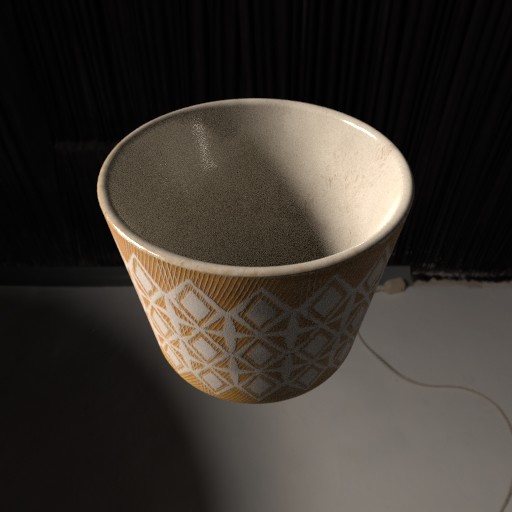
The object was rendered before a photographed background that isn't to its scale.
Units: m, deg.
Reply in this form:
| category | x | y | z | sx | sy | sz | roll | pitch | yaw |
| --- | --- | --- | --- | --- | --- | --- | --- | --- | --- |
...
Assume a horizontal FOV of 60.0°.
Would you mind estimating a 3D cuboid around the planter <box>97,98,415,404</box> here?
| category | x | y | z | sx | sy | sz | roll | pitch | yaw |
| --- | --- | --- | --- | --- | --- | --- | --- | --- | --- |
| planter | 0.000 | 0.000 | 0.218 | 0.126 | 0.104 | 0.126 | 0 | 44 | 0 |
